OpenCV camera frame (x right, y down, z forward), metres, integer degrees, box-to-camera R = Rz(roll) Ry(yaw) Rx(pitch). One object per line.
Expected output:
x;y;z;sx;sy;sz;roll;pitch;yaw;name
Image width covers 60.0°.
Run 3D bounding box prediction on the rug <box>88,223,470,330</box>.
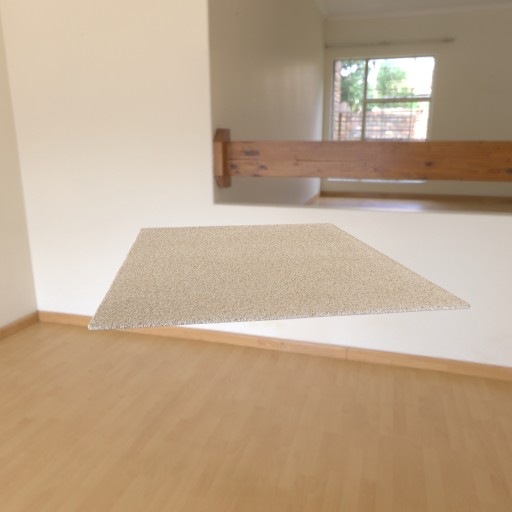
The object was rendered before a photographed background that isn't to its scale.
0.000;0.000;4.207;2.438;0.029;3.047;-2;15;-8;rug
